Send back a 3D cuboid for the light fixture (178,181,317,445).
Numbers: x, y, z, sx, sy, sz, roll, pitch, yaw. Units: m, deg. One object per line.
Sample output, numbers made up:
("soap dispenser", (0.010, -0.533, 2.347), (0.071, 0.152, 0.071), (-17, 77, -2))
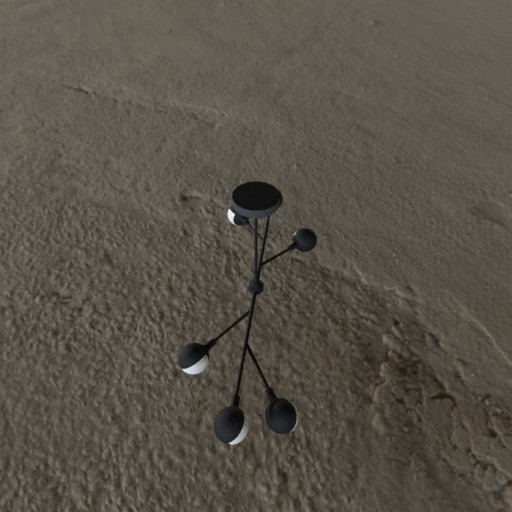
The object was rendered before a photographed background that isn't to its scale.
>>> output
("light fixture", (0.000, 0.000, 1.061), (0.434, 0.362, 0.778), (17, 48, 16))
